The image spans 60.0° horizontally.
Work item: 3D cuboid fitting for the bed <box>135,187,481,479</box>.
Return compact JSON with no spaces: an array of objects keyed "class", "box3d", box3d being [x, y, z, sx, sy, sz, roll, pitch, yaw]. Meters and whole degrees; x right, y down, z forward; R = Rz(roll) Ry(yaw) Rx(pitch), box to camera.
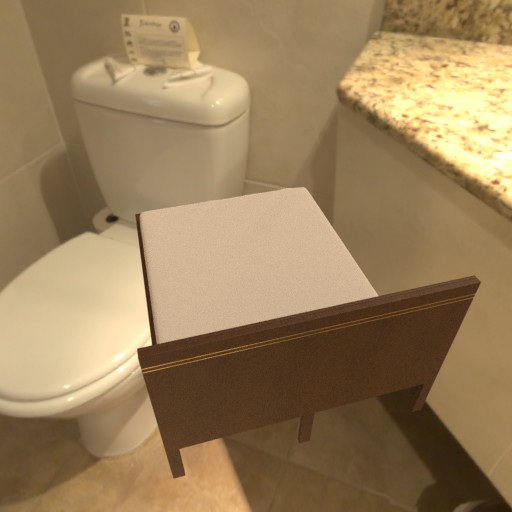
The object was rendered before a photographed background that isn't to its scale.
[{"class":"bed","box3d":[0.000,0.000,3.141,1.613,1.169,2.221,-10,42,-12]}]
